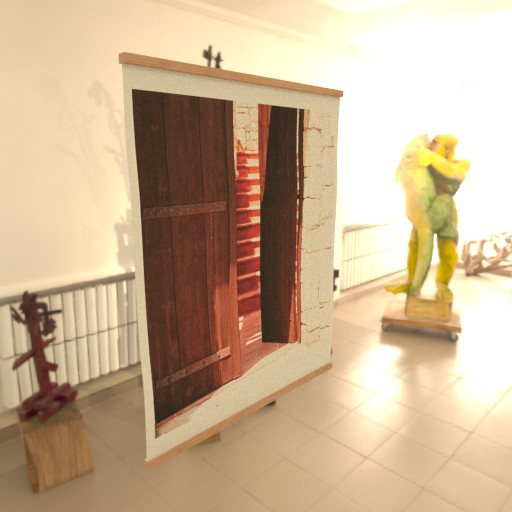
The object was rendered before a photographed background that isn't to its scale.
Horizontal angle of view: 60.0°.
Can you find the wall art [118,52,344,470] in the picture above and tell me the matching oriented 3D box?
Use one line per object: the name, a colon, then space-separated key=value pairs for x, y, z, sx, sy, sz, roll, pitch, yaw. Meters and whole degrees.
wall art: x=0.000 y=0.000 z=0.667 sx=0.013 sy=0.508 sz=0.406 roll=12 pitch=18 yaw=44
